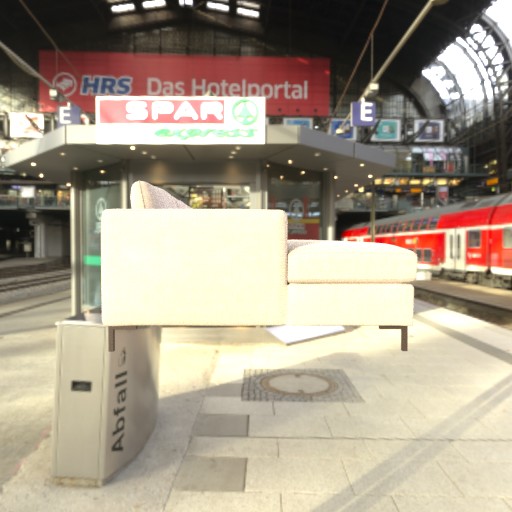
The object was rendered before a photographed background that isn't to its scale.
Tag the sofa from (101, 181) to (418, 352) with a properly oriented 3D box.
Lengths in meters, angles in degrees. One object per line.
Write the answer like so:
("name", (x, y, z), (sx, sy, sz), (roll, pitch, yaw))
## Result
("sofa", (0.000, 0.000, 3.465), (1.469, 0.816, 2.923), (0, 1, -1))
